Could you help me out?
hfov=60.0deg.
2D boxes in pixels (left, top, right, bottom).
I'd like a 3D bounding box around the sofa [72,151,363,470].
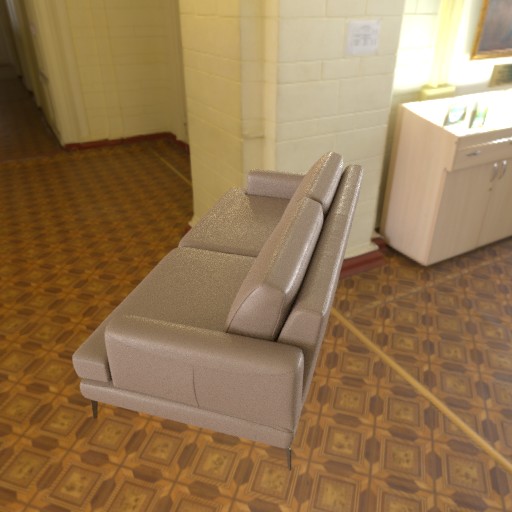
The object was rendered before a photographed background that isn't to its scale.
[{"bbox_3d":[0.000,0.000,2.420,0.974,0.765,1.940,8,31,14],"label":"sofa"}]
